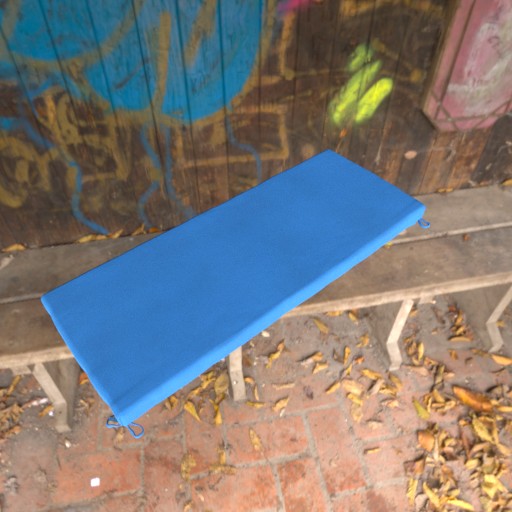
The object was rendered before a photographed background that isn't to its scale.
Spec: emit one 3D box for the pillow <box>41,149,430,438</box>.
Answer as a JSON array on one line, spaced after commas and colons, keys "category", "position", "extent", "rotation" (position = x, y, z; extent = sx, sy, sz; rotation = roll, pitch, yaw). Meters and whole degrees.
[{"category": "pillow", "position": [0.000, 0.000, 1.355], "extent": [1.187, 0.081, 0.492], "rotation": [-31, 54, -26]}]
